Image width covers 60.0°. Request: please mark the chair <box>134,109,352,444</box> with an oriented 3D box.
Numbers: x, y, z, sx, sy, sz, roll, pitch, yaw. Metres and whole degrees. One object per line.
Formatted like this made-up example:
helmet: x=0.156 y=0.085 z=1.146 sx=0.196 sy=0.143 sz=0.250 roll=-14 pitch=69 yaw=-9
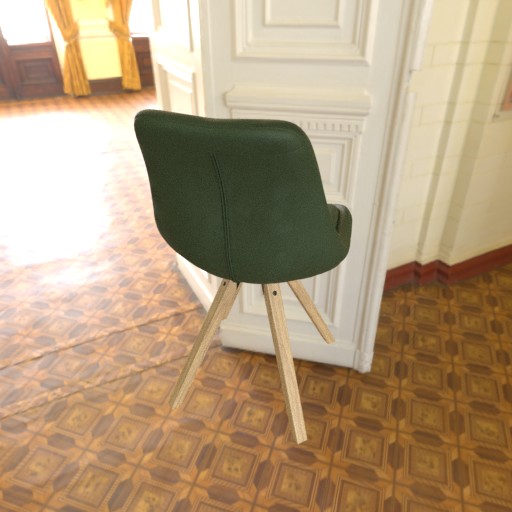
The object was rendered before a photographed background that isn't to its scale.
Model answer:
chair: x=0.000 y=0.000 z=1.188 sx=0.483 sy=0.865 sz=0.547 roll=10 pitch=33 yaw=15
